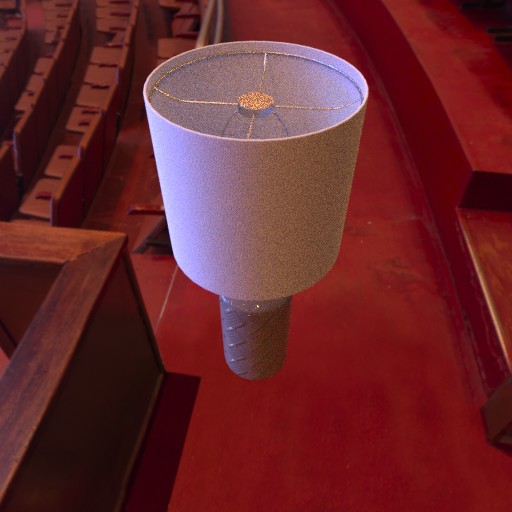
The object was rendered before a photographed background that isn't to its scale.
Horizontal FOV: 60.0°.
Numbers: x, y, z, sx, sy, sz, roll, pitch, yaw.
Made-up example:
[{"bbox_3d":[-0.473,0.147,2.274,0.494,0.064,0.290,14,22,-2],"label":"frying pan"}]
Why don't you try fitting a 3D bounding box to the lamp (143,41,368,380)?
[{"bbox_3d":[0.000,0.000,0.576,0.207,0.461,0.207,5,46,5],"label":"lamp"}]
